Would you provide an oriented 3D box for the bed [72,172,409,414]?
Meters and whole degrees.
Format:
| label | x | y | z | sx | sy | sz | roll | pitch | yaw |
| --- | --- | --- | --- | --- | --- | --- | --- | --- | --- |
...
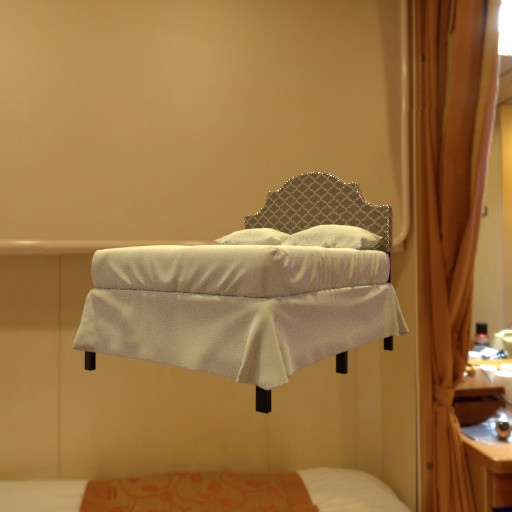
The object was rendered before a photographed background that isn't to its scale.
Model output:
| label | x | y | z | sx | sy | sz | roll | pitch | yaw |
| --- | --- | --- | --- | --- | --- | --- | --- | --- | --- |
| bed | 0.000 | 0.000 | 3.526 | 1.780 | 1.633 | 2.222 | 0 | -1 | 35 |
